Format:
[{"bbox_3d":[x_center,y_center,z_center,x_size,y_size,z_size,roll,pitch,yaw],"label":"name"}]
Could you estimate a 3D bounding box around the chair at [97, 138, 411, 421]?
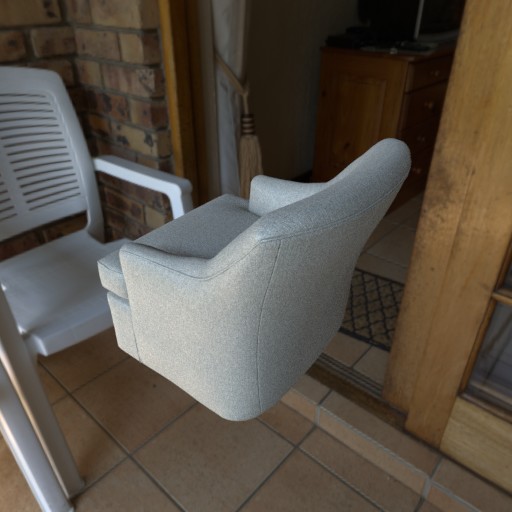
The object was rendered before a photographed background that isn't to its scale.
[{"bbox_3d":[0.000,0.000,1.650,0.923,0.856,0.864,21,37,30],"label":"chair"}]
